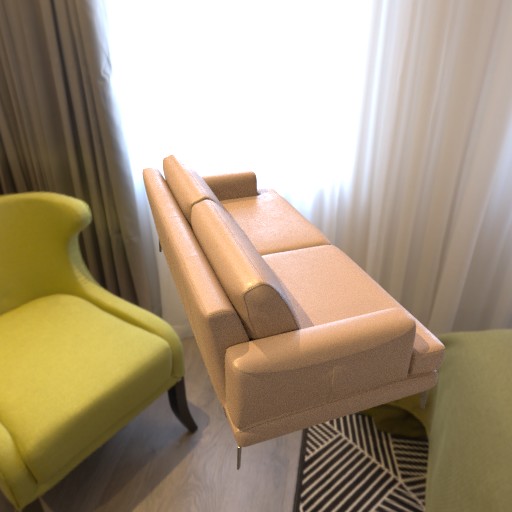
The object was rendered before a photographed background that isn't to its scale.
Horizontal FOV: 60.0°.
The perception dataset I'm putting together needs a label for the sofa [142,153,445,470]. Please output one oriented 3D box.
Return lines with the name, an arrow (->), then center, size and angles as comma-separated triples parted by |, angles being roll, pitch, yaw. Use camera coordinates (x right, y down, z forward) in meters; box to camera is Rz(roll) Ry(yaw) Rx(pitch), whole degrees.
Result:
sofa -> 0.000, 0.000, 2.437 | 0.974, 0.765, 1.940 | -10, 31, -17
